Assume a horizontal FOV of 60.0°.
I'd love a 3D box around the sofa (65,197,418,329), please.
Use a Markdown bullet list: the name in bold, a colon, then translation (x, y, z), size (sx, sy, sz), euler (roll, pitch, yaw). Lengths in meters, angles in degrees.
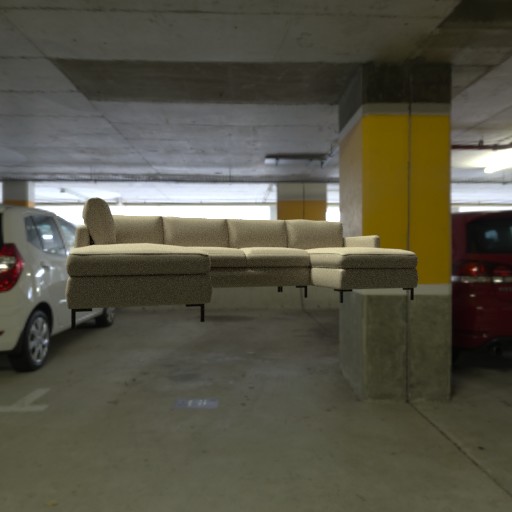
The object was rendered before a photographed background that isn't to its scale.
- **sofa**: translation (0.000, 0.000, 3.586), size (2.737, 0.756, 1.879), euler (0, 0, -20)
